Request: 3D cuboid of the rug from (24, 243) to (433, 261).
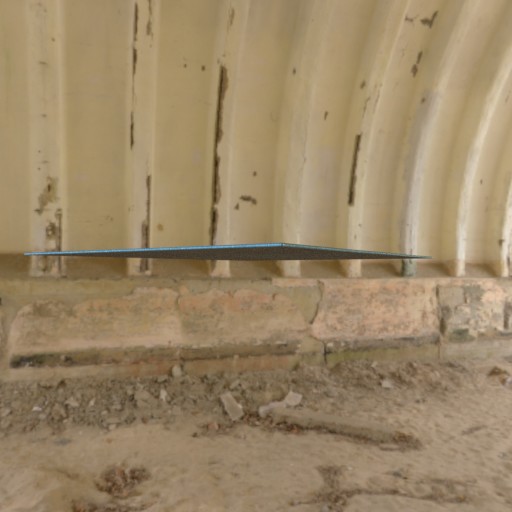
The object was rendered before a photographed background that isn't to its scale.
[{"bbox_3d":[0.000,0.000,3.972,2.350,0.018,2.964,-1,-2,35],"label":"rug"}]
